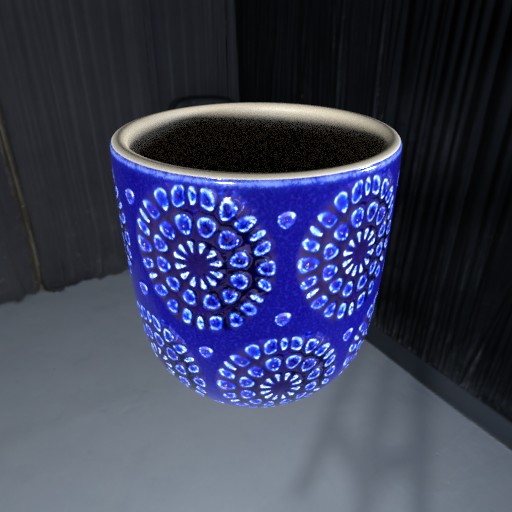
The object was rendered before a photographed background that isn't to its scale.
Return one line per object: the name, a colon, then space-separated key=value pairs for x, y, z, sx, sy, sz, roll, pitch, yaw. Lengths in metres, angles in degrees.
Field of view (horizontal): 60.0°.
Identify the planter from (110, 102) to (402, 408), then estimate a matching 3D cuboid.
planter: x=0.000 y=0.000 z=0.197 sx=0.109 sy=0.112 sz=0.109 roll=0 pitch=30 yaw=0
